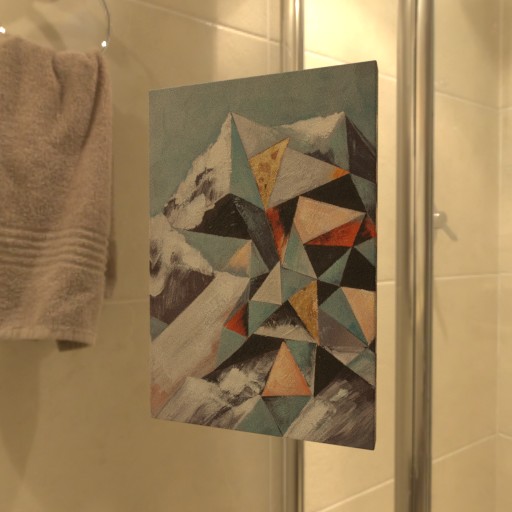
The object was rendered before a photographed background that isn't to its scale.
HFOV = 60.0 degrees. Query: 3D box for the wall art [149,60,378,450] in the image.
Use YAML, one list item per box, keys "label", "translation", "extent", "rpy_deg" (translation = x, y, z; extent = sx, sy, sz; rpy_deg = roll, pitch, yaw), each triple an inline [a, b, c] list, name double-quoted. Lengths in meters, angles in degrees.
- label: "wall art"
  translation: [0.000, 0.000, 1.158]
  extent: [0.609, 0.911, 0.061]
  rpy_deg: [0, 1, 19]
